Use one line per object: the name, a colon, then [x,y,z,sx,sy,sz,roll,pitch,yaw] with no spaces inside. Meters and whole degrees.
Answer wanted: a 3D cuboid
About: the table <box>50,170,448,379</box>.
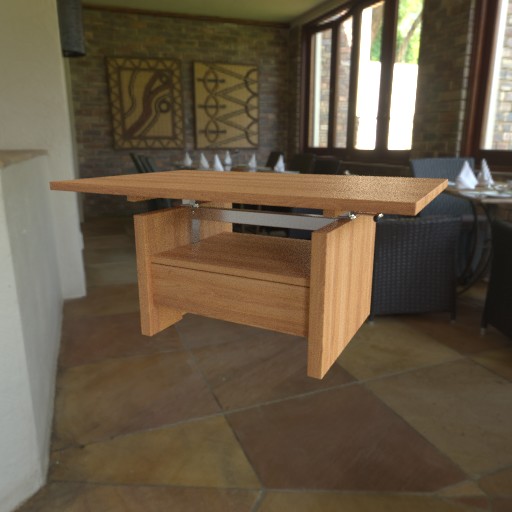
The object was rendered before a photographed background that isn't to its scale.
table: [0.000,0.000,1.508,1.100,0.510,0.700,7,16,27]
